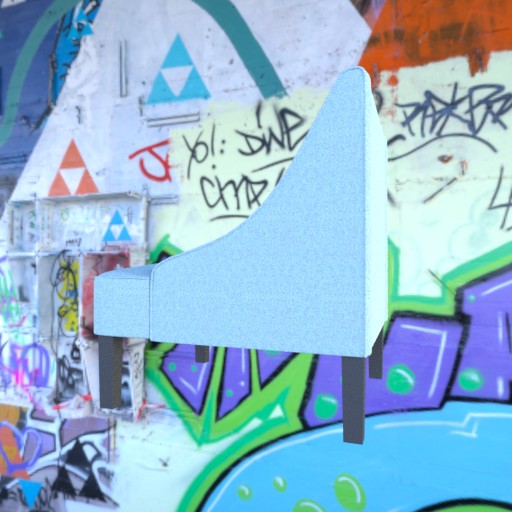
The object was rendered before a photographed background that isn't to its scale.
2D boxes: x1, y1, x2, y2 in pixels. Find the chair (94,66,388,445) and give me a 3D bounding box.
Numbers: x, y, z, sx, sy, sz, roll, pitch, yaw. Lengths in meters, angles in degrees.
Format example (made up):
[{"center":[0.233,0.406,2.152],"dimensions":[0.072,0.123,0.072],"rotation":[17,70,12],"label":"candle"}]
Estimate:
[{"center":[0.000,0.000,1.873],"dimensions":[1.025,1.133,0.857],"rotation":[0,0,20],"label":"chair"}]
